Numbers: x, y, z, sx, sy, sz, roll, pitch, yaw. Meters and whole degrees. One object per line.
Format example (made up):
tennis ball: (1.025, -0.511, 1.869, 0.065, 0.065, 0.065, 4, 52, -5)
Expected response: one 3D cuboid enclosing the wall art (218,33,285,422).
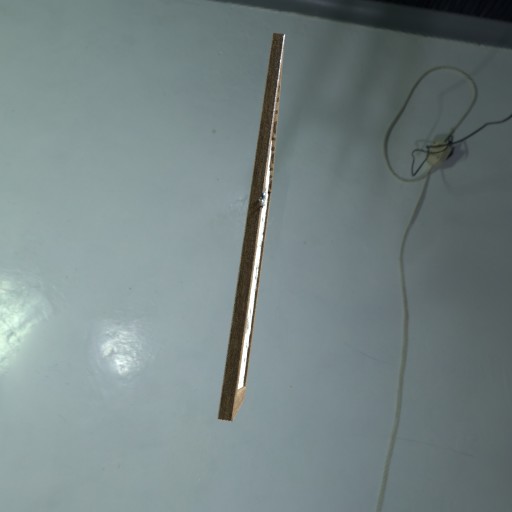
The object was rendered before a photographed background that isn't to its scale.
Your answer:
wall art: (0.000, 0.000, 0.861, 0.021, 0.582, 0.561, 7, 75, 2)
